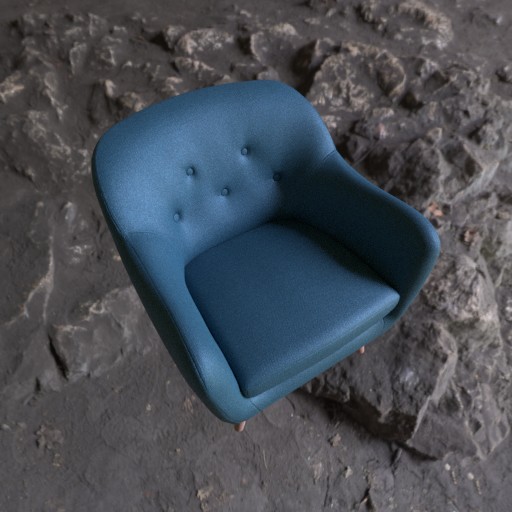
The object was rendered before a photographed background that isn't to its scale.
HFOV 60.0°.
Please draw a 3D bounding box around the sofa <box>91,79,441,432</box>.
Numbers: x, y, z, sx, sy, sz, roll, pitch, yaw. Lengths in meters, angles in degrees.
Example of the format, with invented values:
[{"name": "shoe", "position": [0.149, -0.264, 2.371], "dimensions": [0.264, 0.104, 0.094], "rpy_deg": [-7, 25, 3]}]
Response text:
[{"name": "sofa", "position": [0.000, 0.000, 1.484], "dimensions": [0.836, 0.817, 0.825], "rpy_deg": [-26, 52, -22]}]
